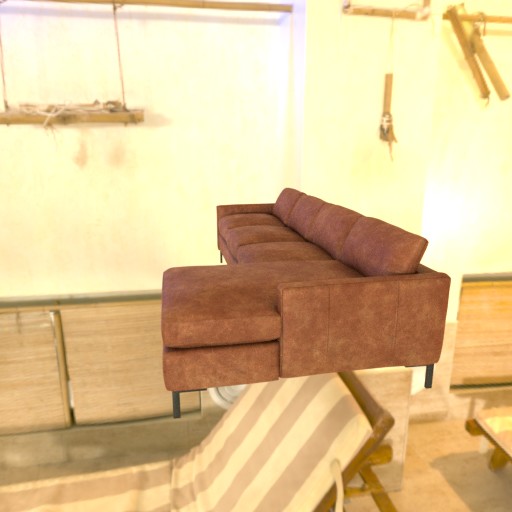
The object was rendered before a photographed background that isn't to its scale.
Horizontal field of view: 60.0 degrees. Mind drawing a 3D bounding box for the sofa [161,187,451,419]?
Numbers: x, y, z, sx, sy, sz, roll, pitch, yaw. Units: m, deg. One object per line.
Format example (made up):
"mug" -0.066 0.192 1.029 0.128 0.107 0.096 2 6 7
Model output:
"sofa" 0.000 0.000 3.588 1.471 0.859 2.993 -3 15 -11
